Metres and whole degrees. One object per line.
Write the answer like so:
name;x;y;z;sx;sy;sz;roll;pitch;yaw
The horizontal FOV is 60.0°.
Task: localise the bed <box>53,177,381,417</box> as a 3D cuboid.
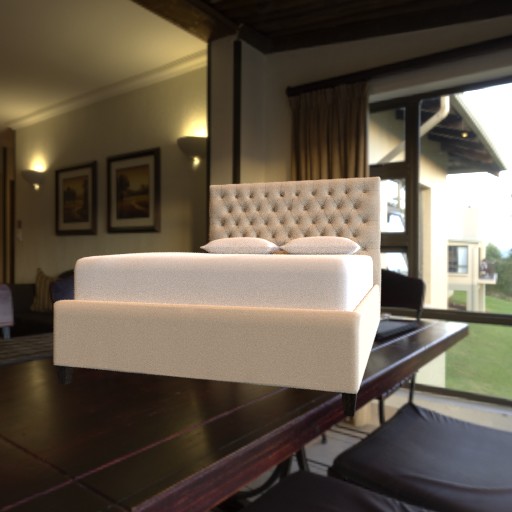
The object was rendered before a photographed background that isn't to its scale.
bed;0.000;0.000;3.263;1.696;1.426;2.233;0;0;18
